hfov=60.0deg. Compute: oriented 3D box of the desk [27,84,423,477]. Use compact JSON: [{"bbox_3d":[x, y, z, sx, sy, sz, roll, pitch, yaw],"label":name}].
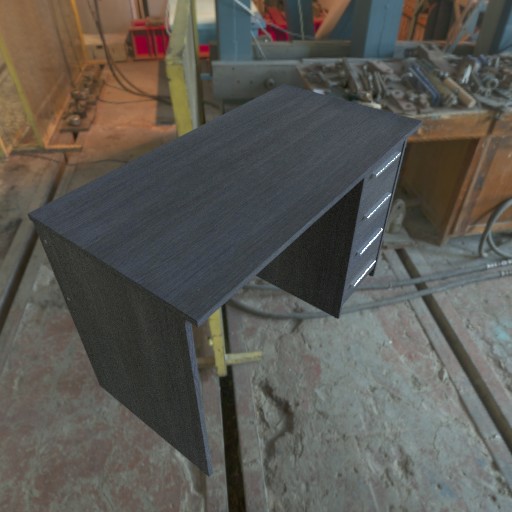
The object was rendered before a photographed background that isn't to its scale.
[{"bbox_3d":[0.000,0.000,1.512,0.560,0.730,1.096,27,47,27],"label":"desk"}]
